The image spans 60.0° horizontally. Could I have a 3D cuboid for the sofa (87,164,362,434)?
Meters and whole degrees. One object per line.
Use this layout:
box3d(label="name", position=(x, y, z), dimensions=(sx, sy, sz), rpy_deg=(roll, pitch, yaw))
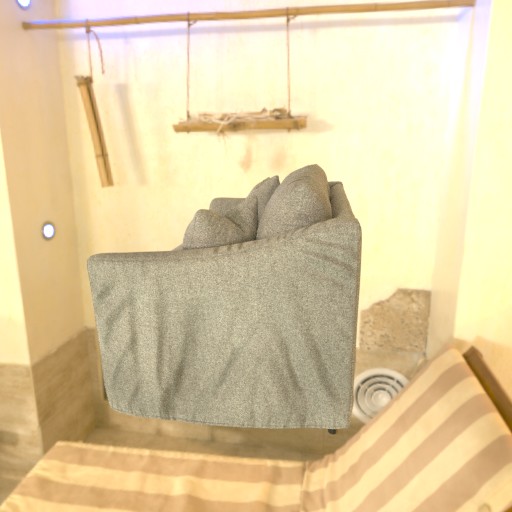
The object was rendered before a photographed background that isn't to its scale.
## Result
box3d(label="sofa", position=(0.000, 0.000, 2.621), dimensions=(1.072, 1.018, 2.010), rpy_deg=(2, 14, 9))
